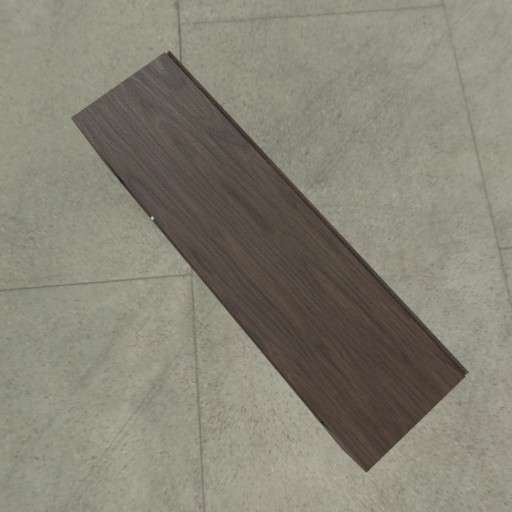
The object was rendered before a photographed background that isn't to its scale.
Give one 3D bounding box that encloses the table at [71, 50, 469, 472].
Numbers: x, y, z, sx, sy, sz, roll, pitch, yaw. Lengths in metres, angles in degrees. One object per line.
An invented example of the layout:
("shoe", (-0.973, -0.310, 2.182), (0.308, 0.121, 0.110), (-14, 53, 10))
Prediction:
("table", (0.000, 0.000, 1.597), (0.405, 0.508, 1.397), (-39, 79, -9))
